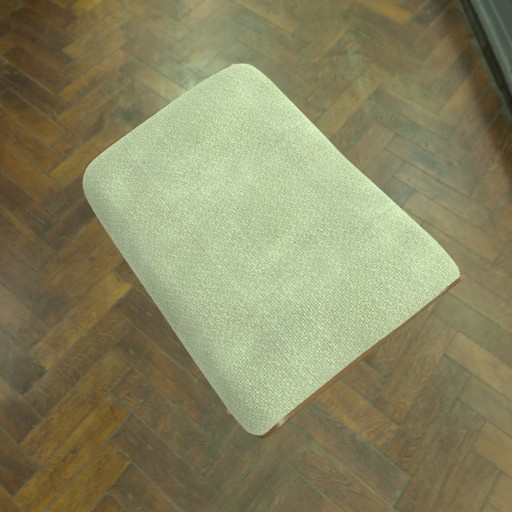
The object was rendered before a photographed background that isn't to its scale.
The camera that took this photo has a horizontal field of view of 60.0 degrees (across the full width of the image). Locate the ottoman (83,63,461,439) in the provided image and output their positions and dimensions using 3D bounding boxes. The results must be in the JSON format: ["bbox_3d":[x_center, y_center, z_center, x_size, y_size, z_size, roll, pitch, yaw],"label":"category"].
[{"bbox_3d":[0.000,0.000,0.806,0.394,0.391,0.520,-34,69,-15],"label":"ottoman"}]
